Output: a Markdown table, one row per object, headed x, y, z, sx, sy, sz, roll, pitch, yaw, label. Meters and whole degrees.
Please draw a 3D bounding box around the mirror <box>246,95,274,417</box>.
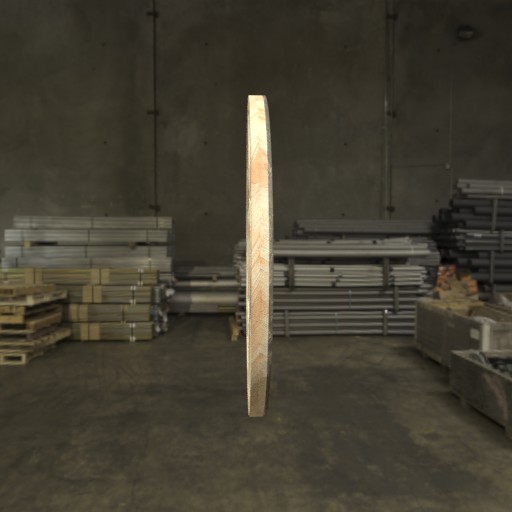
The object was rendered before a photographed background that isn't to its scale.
| x | y | z | sx | sy | sz | roll | pitch | yaw | label |
| --- | --- | --- | --- | --- | --- | --- | --- | --- | --- |
| 0.000 | 0.000 | 1.044 | 0.038 | 0.710 | 0.710 | 0 | 2 | -2 | mirror |
